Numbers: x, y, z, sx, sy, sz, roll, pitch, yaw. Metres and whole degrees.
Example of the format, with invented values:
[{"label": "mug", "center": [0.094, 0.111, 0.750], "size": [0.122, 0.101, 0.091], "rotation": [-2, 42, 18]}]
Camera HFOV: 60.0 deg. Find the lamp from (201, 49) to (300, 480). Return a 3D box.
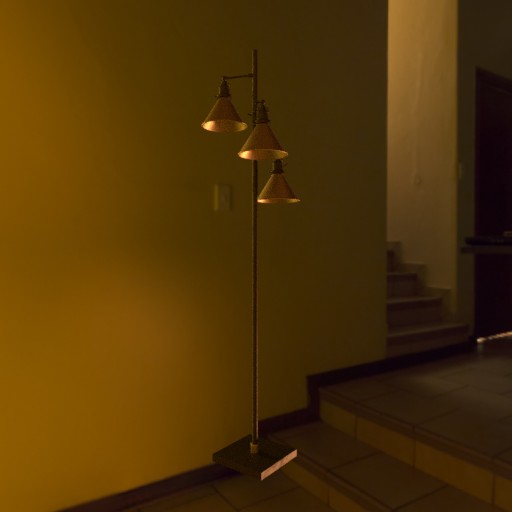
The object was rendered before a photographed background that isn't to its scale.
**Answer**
[{"label": "lamp", "center": [0.000, 0.000, 1.889], "size": [0.428, 1.716, 0.415], "rotation": [1, 1, 37]}]
